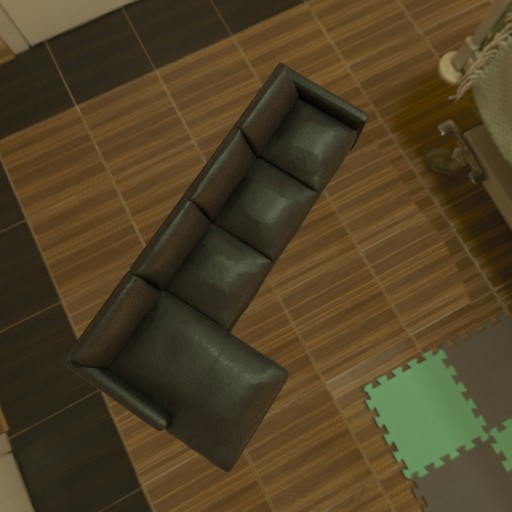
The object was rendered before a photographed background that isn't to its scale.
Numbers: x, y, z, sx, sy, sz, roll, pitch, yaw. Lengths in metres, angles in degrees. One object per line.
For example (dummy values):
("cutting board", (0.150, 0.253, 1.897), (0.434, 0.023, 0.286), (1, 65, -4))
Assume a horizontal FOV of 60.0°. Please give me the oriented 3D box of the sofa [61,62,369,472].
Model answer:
("sofa", (0.000, 0.000, 3.624), (1.471, 0.859, 2.993), (33, 79, 7))
